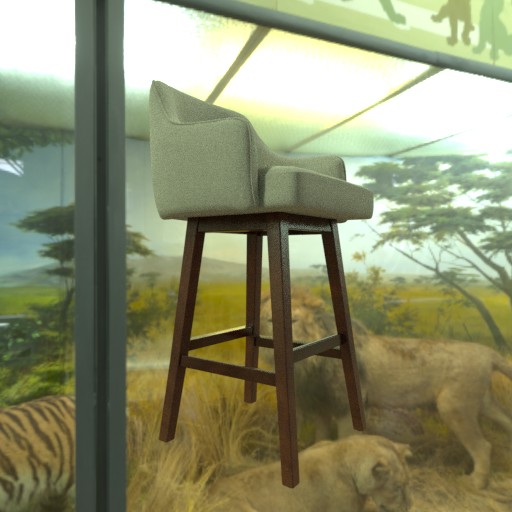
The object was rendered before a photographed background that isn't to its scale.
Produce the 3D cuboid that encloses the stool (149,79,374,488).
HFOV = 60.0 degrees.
[{"bbox_3d":[0.000,0.000,1.306,0.560,1.041,0.550,0,1,36],"label":"stool"}]
